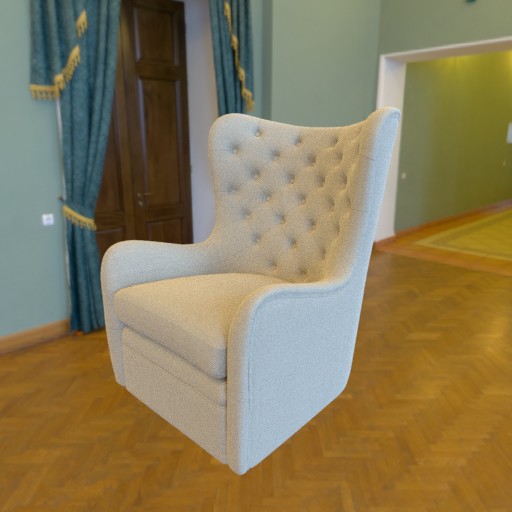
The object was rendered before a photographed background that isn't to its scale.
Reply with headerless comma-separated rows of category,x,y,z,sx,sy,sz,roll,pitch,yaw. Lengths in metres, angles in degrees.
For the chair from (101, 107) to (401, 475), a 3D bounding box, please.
chair,0.000,0.000,1.703,0.831,1.079,0.929,15,21,43
